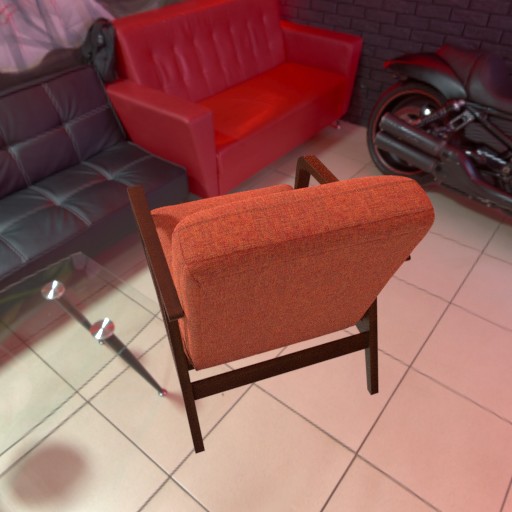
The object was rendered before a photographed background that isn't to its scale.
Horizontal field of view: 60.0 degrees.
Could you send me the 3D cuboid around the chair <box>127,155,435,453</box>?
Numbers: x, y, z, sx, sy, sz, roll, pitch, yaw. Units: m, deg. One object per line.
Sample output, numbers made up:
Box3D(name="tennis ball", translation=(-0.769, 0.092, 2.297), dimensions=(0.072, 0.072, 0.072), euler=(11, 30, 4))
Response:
Box3D(name="chair", translation=(0.000, 0.000, 1.482), dimensions=(0.719, 0.890, 0.860), euler=(-13, 43, -14))
